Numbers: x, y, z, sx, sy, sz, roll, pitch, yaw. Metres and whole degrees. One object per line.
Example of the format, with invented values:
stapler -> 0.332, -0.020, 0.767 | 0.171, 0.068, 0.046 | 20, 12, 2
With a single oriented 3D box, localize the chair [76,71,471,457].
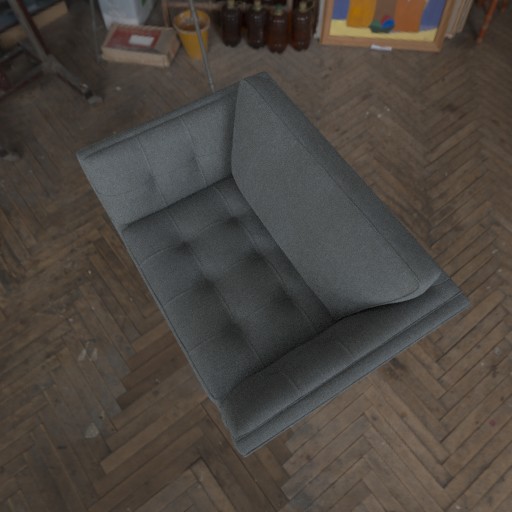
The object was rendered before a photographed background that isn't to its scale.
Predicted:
chair -> 0.000, 0.000, 2.000 | 0.965, 0.942, 1.396 | -29, 67, -14
